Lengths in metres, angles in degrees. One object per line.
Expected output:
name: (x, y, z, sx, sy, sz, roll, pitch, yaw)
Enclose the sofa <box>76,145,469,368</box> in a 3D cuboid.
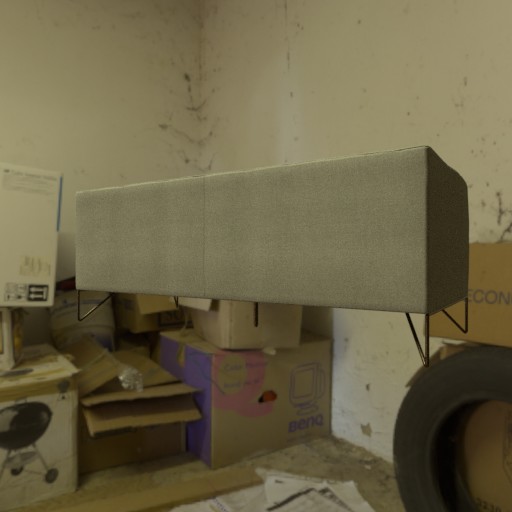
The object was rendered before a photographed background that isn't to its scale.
sofa: (0.000, 0.000, 2.495, 2.079, 0.798, 0.912, 0, 0, 34)
